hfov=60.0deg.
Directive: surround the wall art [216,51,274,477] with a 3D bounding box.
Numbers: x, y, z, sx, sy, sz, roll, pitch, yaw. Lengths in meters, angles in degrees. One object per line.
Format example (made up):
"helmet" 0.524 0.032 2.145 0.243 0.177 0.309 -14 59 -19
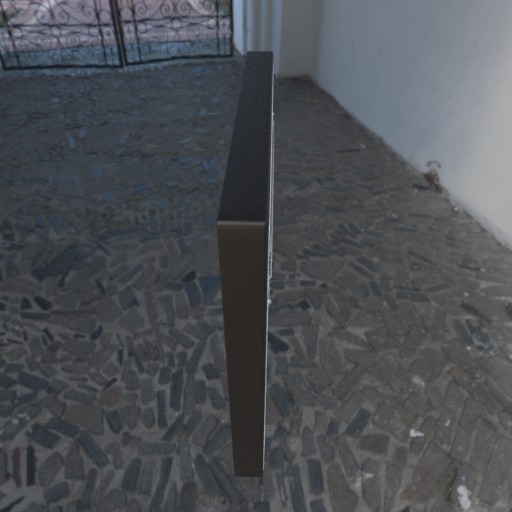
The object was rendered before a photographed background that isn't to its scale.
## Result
"wall art" 0.000 0.000 0.594 0.041 0.407 0.406 1 40 2
